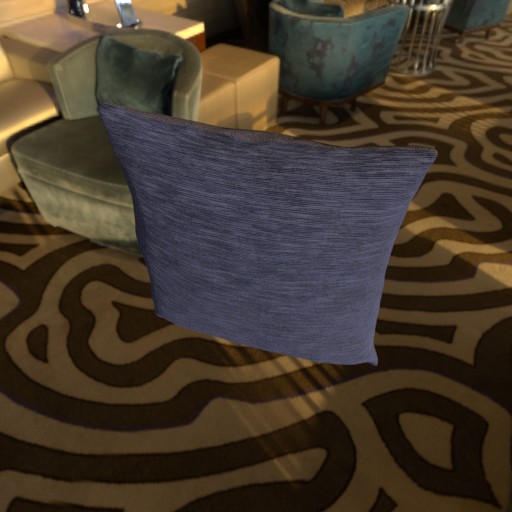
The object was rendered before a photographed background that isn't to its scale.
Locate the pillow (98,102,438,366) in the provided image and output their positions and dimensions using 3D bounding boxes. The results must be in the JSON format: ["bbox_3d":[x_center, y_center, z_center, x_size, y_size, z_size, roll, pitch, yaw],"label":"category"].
[{"bbox_3d":[0.000,0.000,0.702,0.452,0.439,0.204,11,43,12],"label":"pillow"}]
